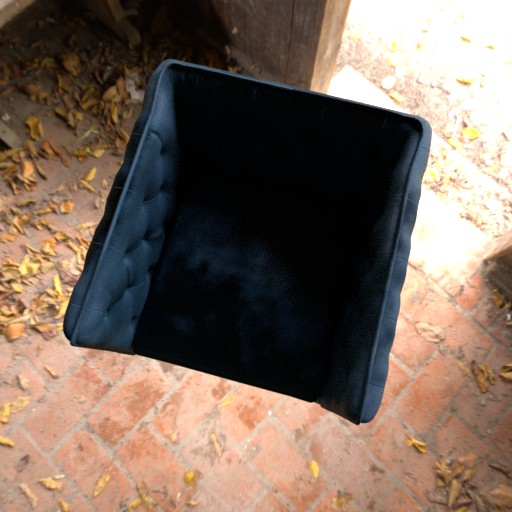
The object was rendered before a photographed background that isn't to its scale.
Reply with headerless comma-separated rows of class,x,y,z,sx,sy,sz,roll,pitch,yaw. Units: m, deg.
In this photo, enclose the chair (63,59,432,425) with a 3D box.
chair,0.000,0.000,1.540,0.868,0.771,0.877,14,76,4
